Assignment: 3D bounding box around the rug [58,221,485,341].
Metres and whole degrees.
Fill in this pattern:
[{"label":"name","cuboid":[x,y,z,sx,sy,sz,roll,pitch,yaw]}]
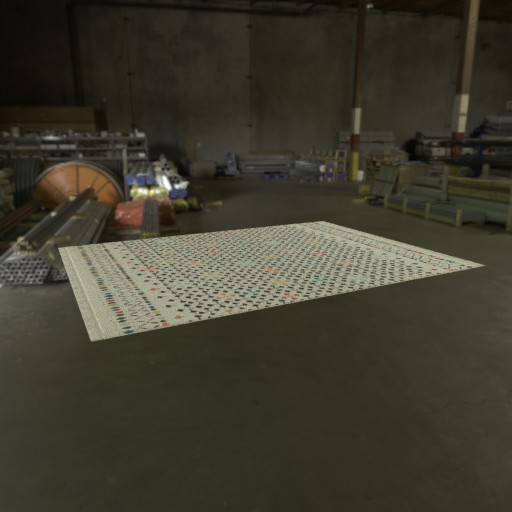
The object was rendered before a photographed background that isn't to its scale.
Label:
[{"label":"rug","cuboid":[0.000,0.000,4.090,3.196,0.007,2.354,-8,17,-26]}]
